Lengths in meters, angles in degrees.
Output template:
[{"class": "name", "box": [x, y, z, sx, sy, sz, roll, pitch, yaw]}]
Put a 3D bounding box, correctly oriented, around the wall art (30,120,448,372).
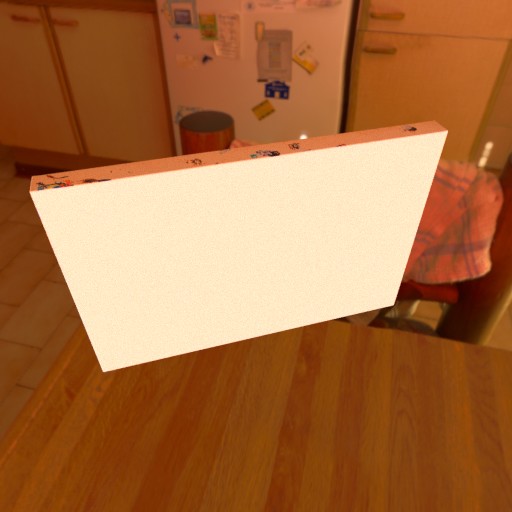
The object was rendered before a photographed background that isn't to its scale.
[{"class": "wall art", "box": [0.000, 0.000, 0.774, 0.609, 0.406, 0.039, -11, 43, -12]}]
